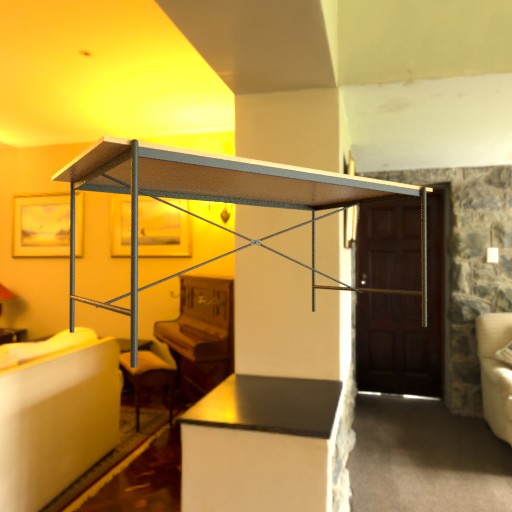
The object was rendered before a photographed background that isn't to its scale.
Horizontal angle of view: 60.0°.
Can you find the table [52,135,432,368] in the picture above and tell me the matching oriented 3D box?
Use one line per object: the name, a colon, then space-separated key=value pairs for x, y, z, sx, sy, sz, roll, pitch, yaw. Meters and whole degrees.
table: x=0.000 y=0.000 z=2.293 sx=1.800 sy=0.758 sz=0.900 roll=1 pitch=-1 yaw=-35
